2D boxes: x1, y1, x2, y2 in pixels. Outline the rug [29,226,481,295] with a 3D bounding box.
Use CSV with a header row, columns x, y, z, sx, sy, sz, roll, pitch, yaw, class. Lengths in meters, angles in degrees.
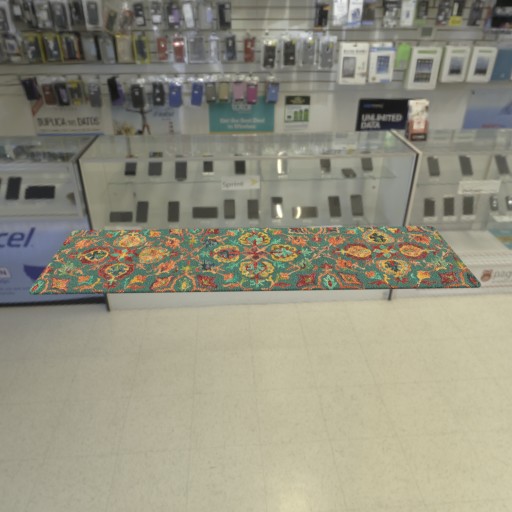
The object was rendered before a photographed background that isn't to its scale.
x,y,z,sx,sy,sz,roll,pitch,yaw,class
0.000,0.000,2.514,2.286,0.013,0.686,-1,30,-1,rug
